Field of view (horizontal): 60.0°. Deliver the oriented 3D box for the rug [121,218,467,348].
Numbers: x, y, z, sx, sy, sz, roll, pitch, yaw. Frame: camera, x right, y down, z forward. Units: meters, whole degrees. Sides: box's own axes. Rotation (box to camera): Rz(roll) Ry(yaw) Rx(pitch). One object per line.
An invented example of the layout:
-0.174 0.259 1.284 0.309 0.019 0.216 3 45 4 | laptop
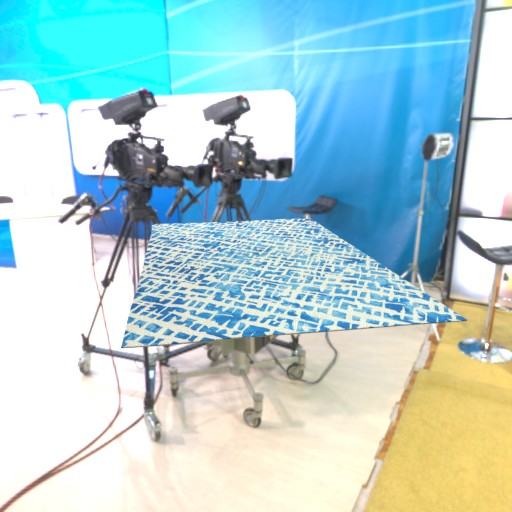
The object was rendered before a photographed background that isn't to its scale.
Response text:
0.000 0.000 3.044 1.520 0.011 2.447 -3 16 -10 | rug
